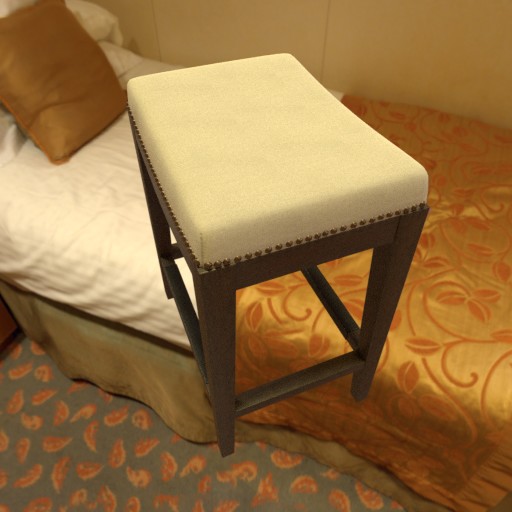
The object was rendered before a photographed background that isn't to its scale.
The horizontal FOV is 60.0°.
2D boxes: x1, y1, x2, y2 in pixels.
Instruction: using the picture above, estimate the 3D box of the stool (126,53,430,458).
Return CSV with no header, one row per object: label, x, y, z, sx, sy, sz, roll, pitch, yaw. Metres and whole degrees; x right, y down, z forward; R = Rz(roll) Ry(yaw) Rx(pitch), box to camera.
stool,0.000,0.000,0.937,0.361,0.642,0.500,-16,48,-15
